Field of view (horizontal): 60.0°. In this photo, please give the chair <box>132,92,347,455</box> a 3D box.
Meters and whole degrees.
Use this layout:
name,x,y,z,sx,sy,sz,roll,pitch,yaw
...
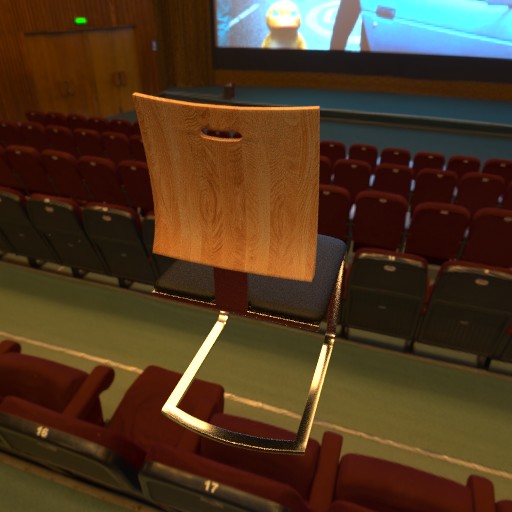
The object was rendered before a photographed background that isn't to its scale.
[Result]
name,x,y,z,sx,sy,sz,roll,pitch,yaw
chair,0.000,0.000,1.251,0.462,0.936,0.560,10,33,16
